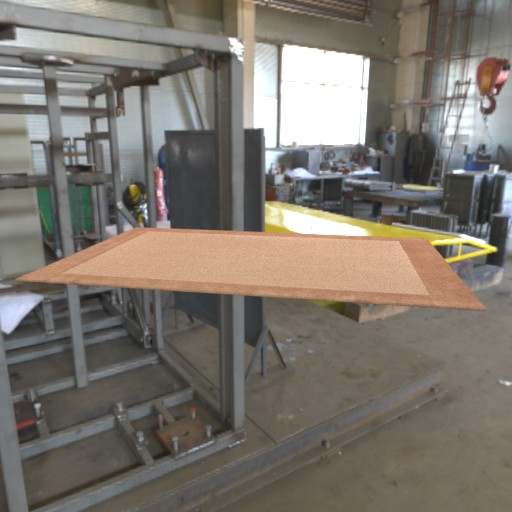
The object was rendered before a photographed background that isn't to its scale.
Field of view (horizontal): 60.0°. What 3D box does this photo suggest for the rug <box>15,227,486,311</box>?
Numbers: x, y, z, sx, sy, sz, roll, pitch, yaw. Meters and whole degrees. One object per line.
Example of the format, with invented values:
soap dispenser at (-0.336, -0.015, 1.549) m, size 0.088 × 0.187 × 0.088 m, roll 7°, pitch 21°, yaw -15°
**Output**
rug at (0.000, 0.000, 2.967) m, size 2.438 × 0.014 × 1.524 m, roll 3°, pitch 15°, yaw 10°
